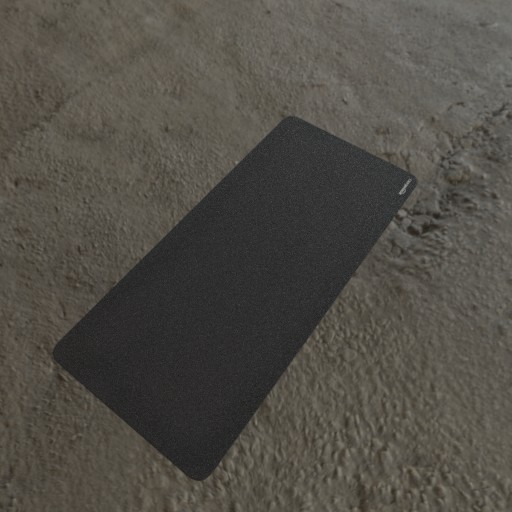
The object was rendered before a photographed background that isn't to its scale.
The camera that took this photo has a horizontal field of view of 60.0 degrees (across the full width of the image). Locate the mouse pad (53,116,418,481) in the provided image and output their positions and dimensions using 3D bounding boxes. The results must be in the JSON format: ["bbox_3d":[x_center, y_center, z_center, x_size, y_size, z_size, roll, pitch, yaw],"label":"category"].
[{"bbox_3d":[0.000,0.000,1.054,0.424,0.003,0.907,32,64,18],"label":"mouse pad"}]
